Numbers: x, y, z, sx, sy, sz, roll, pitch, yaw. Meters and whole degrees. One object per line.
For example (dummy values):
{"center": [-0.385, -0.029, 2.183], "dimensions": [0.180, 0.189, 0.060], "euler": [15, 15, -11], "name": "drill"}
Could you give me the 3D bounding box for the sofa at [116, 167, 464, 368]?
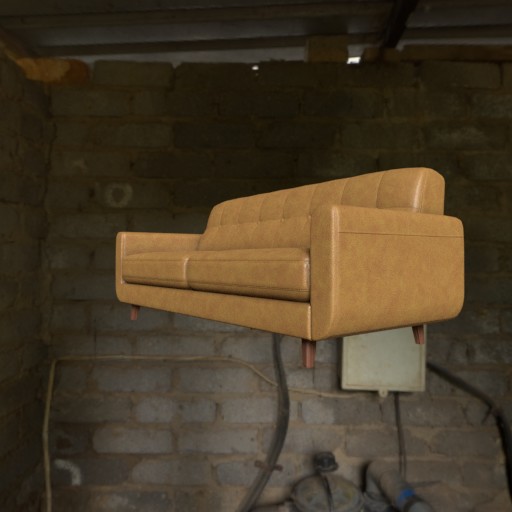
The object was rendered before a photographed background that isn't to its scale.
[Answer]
{"center": [0.000, 0.000, 2.694], "dimensions": [0.980, 0.892, 2.137], "euler": [0, -1, -38], "name": "sofa"}
